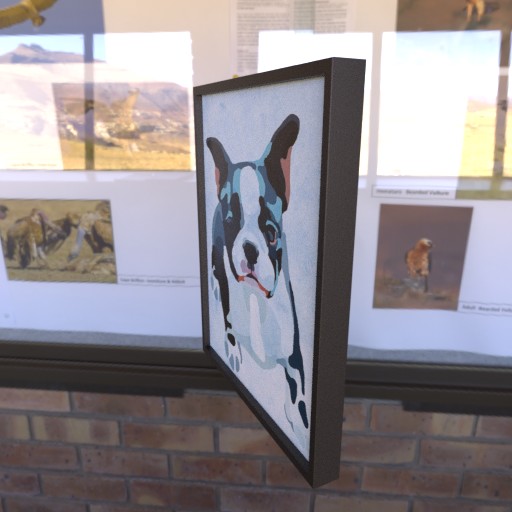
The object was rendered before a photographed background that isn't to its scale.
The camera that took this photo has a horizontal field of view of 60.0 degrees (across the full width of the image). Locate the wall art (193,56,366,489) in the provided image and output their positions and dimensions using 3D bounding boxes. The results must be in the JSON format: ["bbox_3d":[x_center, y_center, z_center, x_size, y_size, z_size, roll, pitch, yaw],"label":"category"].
[{"bbox_3d":[0.000,0.000,0.490,0.030,0.369,0.294,-8,18,-26],"label":"wall art"}]
